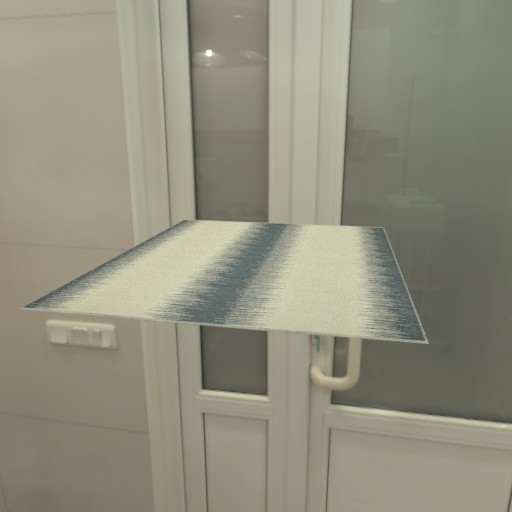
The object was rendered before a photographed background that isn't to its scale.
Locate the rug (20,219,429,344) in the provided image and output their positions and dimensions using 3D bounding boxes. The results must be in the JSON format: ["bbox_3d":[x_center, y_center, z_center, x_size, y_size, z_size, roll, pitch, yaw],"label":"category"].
[{"bbox_3d":[0.000,0.000,3.987,2.453,0.004,3.037,3,16,11],"label":"rug"}]
